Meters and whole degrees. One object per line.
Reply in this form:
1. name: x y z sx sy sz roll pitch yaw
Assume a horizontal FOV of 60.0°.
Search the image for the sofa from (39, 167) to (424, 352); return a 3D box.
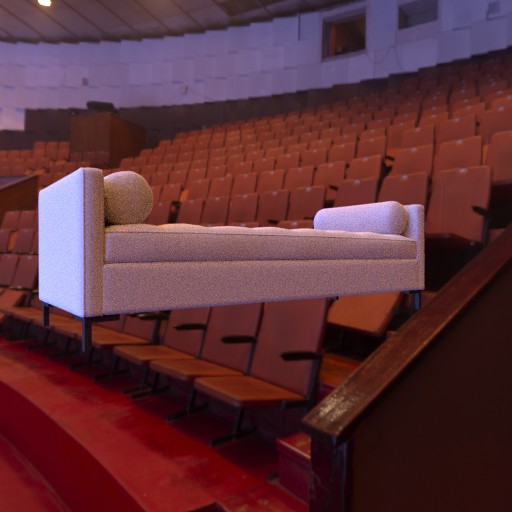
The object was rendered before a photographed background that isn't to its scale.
1. sofa: 0.000 0.000 2.349 1.985 0.641 0.746 0 0 -36
